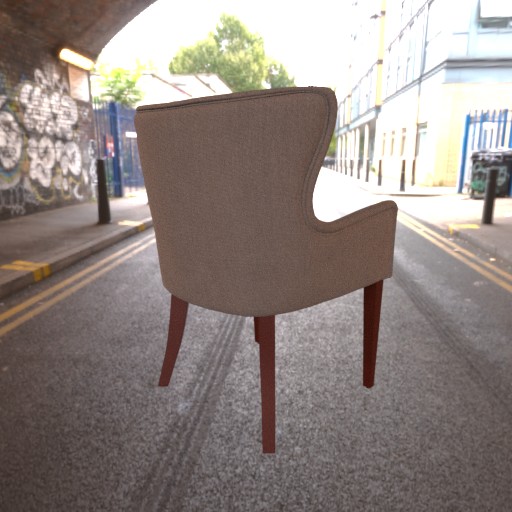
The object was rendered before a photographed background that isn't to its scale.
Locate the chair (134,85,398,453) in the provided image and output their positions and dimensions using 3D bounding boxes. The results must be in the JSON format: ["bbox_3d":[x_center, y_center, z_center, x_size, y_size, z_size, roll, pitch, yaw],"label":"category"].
[{"bbox_3d":[0.000,0.000,1.434,0.732,0.948,0.677,12,18,43],"label":"chair"}]
